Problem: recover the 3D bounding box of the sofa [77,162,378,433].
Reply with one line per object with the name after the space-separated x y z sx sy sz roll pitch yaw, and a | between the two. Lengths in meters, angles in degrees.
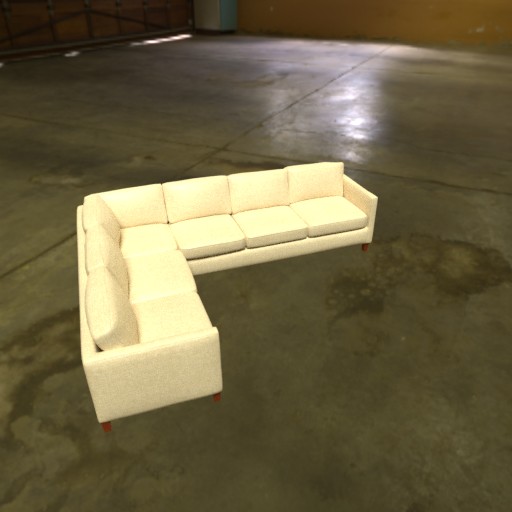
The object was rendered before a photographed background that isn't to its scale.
0.000 0.000 4.452 3.302 0.947 2.593 -11 33 -17 | sofa
